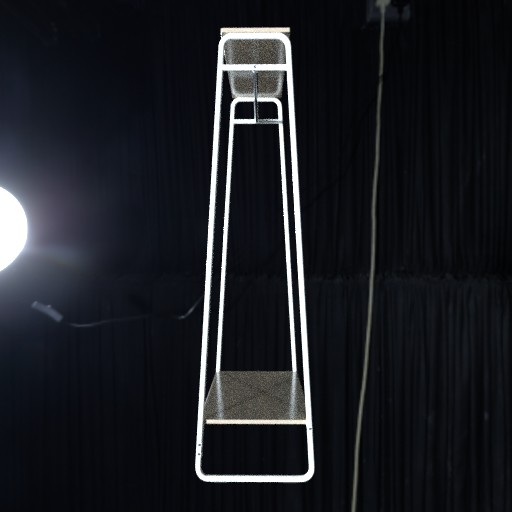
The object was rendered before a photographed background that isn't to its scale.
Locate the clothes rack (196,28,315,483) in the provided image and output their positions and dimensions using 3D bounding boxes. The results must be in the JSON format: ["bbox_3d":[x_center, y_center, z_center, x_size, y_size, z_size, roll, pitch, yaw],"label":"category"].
[{"bbox_3d":[0.000,0.000,1.790,0.400,1.512,0.640,0,1,1],"label":"clothes rack"}]
